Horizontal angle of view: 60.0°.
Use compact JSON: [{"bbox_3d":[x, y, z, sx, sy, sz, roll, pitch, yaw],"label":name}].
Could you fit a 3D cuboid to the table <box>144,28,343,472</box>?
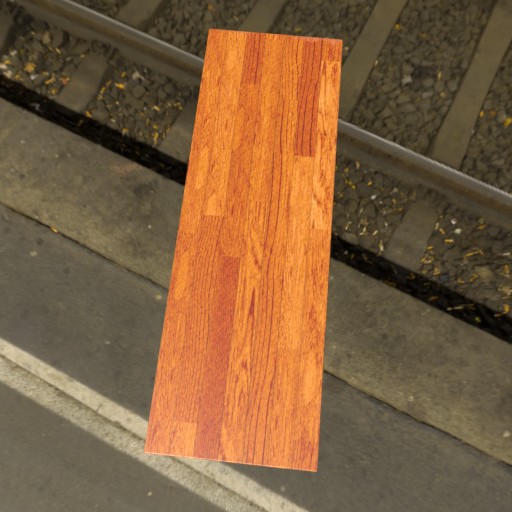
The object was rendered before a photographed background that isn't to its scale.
[{"bbox_3d":[0.000,0.000,1.546,0.408,0.740,1.204,6,75,2],"label":"table"}]
